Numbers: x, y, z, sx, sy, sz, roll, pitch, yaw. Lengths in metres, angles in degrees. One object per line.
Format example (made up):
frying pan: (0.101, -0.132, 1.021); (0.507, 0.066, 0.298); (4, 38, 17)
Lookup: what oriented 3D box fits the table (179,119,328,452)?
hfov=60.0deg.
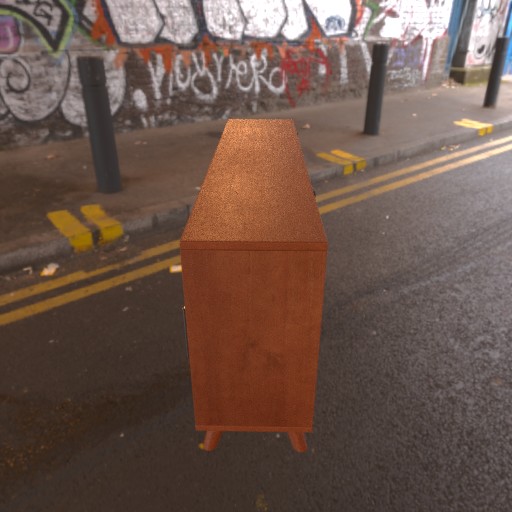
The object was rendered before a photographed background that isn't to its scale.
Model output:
table: (0.000, 0.000, 1.536); (0.308, 0.698, 1.220); (1, 28, 1)
